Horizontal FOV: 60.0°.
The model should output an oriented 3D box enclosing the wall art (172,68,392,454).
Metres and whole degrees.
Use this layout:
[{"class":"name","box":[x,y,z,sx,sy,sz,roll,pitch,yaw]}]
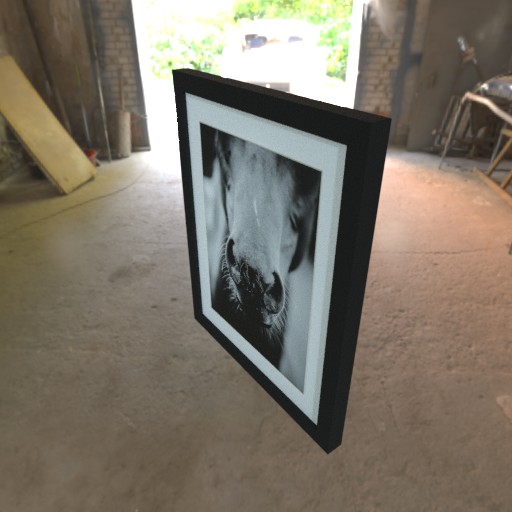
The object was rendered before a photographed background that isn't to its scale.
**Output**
[{"class":"wall art","box":[0.000,0.000,0.561,0.024,0.404,0.329,-21,37,-31]}]
